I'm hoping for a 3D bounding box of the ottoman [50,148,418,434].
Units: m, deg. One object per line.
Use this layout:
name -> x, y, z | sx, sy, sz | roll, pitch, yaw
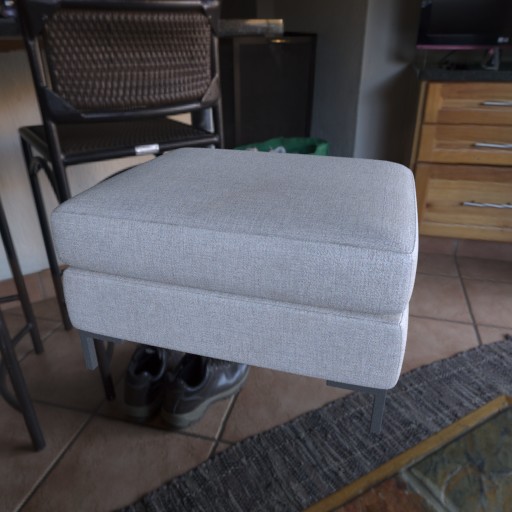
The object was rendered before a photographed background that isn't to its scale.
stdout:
ottoman -> 0.000, 0.000, 1.244 | 0.820, 0.490, 0.671 | 7, 27, 15
